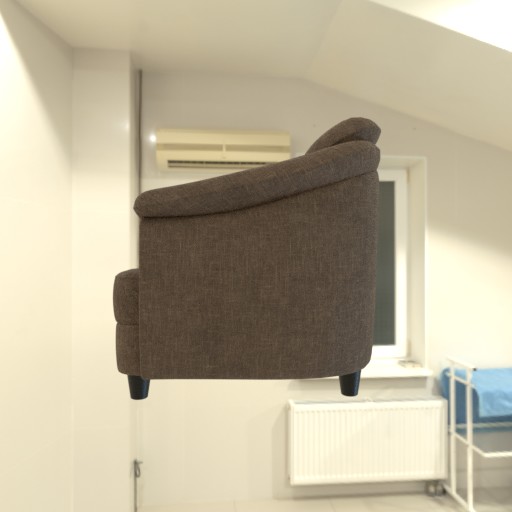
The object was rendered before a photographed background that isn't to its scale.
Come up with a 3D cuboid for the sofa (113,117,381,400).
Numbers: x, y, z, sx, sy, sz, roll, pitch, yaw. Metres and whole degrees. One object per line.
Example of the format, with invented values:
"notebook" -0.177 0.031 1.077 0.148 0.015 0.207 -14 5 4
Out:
"sofa" 0.000 0.000 1.518 0.794 0.811 0.870 0 0 1
